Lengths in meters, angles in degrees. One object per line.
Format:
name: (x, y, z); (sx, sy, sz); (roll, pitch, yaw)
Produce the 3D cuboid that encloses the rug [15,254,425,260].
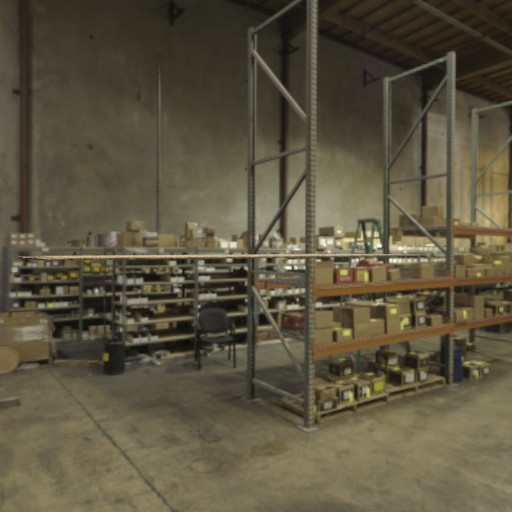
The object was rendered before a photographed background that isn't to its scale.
rug: (0.000, 0.000, 2.852); (2.664, 0.011, 0.762); (-1, 1, -36)
